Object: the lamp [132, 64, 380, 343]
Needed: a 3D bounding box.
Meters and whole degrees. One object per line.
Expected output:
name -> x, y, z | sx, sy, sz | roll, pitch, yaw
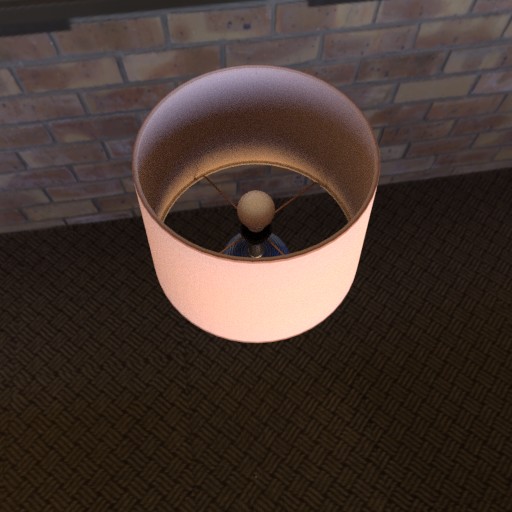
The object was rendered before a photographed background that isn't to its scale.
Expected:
lamp -> 0.000, 0.000, 0.845 | 0.367, 0.609, 0.367 | 0, 63, 0
